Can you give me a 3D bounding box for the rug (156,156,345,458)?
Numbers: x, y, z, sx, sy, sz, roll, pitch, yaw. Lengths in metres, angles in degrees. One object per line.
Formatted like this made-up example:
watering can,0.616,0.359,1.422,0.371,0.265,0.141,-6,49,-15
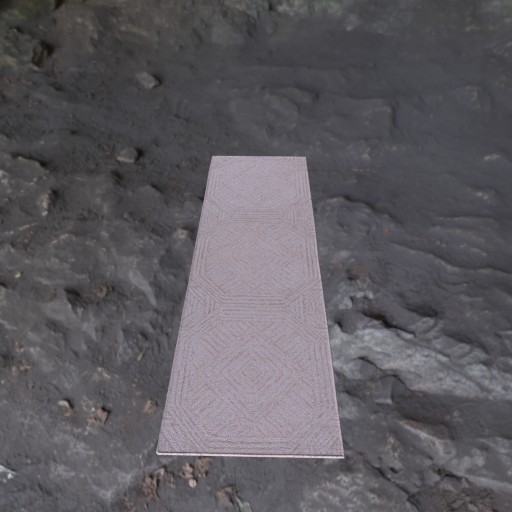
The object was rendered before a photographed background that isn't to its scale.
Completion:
rug,0.000,0.000,2.719,0.775,0.012,2.452,1,42,1
